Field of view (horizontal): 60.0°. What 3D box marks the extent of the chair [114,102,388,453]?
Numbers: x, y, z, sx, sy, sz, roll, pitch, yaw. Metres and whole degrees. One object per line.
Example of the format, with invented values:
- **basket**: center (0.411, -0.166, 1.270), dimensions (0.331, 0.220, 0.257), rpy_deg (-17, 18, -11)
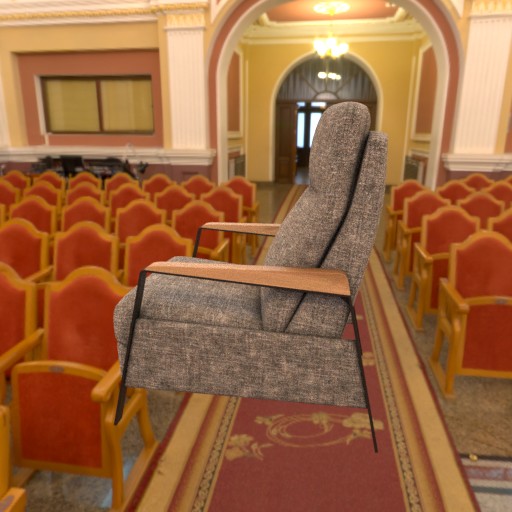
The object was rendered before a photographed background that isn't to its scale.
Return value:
- **chair**: center (0.000, 0.000, 1.613), dimensions (0.868, 1.042, 0.671), rpy_deg (2, 16, 9)
